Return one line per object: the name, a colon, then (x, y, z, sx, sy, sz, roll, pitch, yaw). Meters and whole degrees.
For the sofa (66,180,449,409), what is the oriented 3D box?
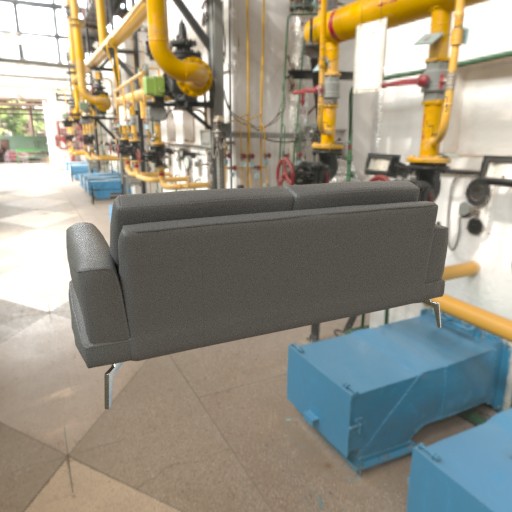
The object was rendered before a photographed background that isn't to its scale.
sofa: (0.000, 0.000, 2.740, 2.177, 0.930, 1.121, -7, 16, -25)
